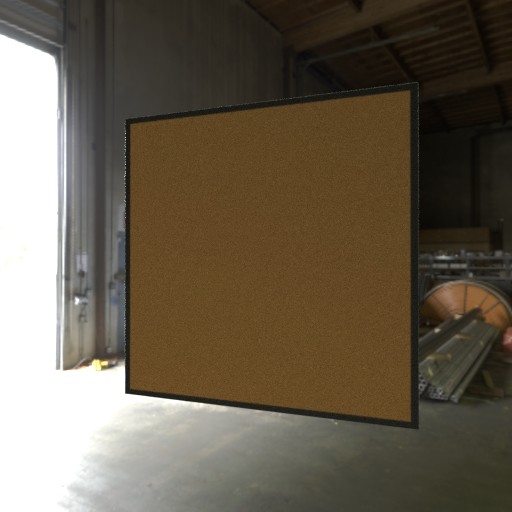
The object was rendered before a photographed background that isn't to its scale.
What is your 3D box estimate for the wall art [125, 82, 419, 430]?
[{"bbox_3d":[0.000,0.000,1.169,0.805,0.803,0.022,0,0,20],"label":"wall art"}]
